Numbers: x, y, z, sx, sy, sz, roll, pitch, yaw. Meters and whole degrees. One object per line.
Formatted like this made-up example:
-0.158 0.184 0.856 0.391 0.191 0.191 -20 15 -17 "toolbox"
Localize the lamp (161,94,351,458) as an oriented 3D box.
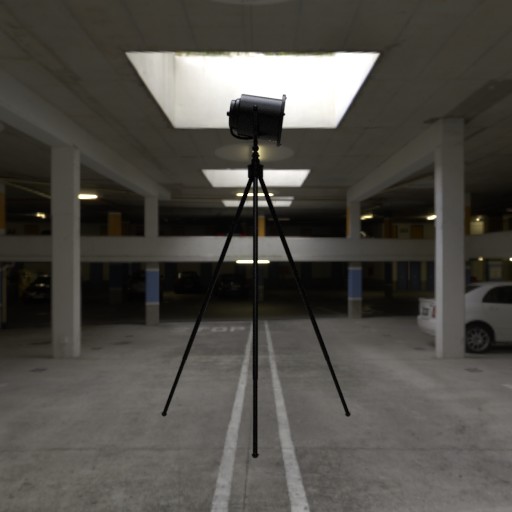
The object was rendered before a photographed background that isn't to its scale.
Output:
0.000 0.000 2.076 0.884 1.504 0.879 0 0 0 "lamp"
